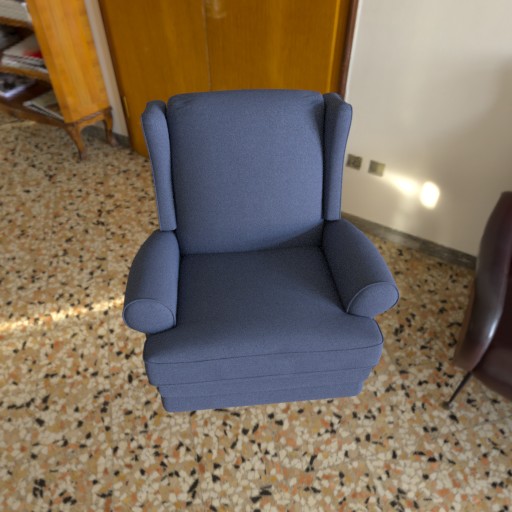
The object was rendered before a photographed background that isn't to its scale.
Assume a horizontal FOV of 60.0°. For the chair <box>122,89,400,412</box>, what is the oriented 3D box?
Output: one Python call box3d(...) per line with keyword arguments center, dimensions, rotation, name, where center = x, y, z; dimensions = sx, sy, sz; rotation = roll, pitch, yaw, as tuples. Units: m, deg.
box3d(center=(0.000, 0.000, 1.741), dimensions=(0.971, 1.020, 0.877), rotation=(-4, 45, -4), name="chair")
